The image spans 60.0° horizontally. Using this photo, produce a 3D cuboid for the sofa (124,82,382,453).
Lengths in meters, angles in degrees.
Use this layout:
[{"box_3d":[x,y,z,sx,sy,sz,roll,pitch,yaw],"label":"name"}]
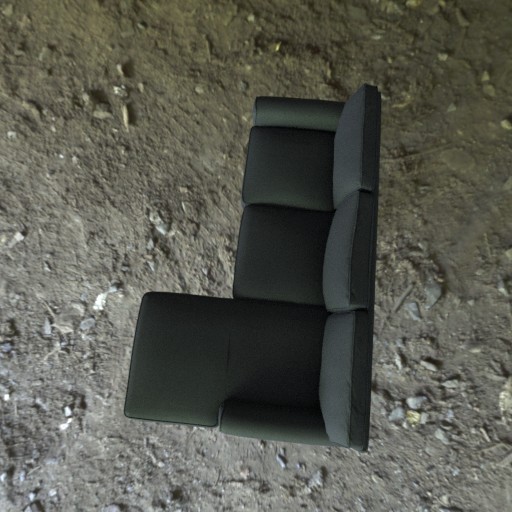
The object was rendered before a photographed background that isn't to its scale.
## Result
[{"box_3d":[0.000,0.000,3.290,1.637,1.039,2.518,5,77,1],"label":"sofa"}]
